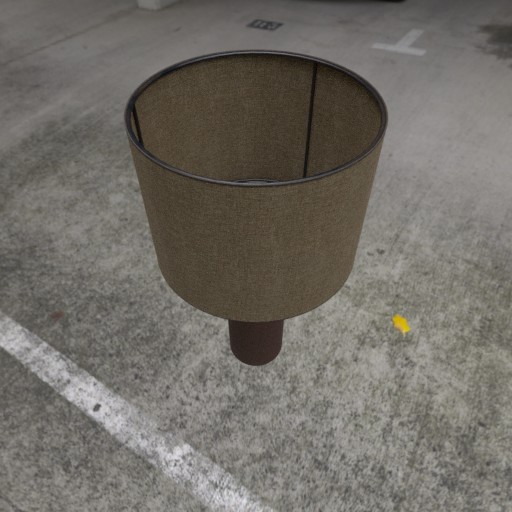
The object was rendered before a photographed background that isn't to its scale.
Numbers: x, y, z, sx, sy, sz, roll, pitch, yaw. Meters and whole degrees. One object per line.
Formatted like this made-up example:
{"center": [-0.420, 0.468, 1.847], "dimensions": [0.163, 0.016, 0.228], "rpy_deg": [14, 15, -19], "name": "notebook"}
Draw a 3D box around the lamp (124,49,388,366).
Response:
{"center": [0.000, 0.000, 0.473], "dimensions": [0.202, 0.350, 0.202], "rpy_deg": [0, 47, 0], "name": "lamp"}
